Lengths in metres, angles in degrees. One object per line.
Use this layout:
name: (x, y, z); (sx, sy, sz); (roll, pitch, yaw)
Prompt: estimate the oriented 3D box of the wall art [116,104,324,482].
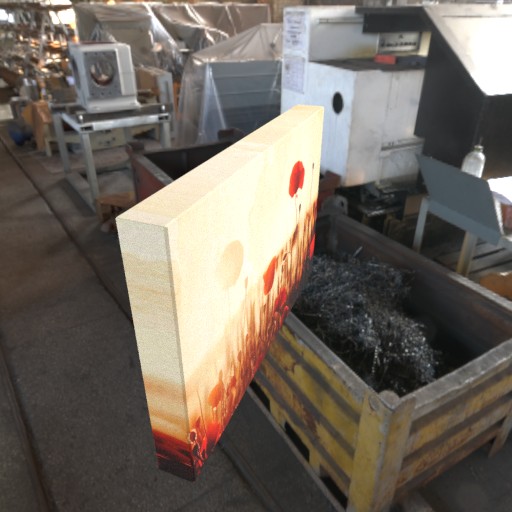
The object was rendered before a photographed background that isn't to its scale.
wall art: (0.000, 0.000, 0.488); (0.037, 0.251, 0.383); (11, 32, 19)
